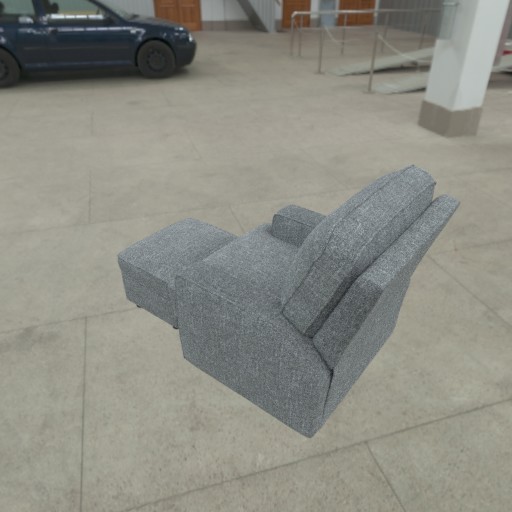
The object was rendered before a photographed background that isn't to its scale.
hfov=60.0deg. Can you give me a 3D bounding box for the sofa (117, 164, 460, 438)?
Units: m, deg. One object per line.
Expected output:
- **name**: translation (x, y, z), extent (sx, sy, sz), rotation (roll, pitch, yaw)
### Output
- **sofa**: translation (0.000, 0.000, 2.071), extent (1.472, 0.959, 0.861), rotation (22, 39, 31)
